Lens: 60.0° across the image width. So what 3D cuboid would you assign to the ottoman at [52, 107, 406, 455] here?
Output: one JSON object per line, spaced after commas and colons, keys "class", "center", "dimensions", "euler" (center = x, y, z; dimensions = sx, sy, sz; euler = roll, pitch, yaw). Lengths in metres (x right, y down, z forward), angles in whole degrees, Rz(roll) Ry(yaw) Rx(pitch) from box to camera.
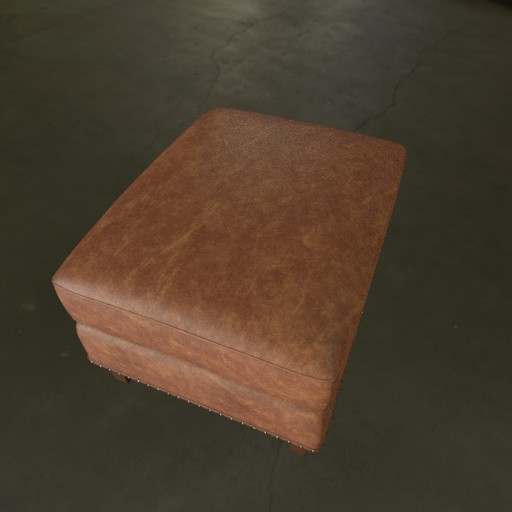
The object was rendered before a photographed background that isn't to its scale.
{"class": "ottoman", "center": [0.000, 0.000, 1.130], "dimensions": [0.586, 0.486, 0.742], "euler": [16, 48, 15]}
